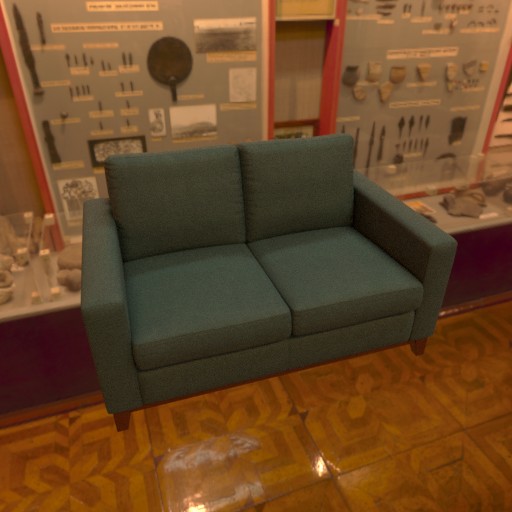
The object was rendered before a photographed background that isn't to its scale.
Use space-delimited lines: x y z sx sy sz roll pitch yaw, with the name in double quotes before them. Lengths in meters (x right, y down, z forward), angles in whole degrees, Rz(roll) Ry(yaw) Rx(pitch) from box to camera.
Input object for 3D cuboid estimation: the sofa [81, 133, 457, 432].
"sofa" 0.000 0.000 2.088 1.489 0.903 0.955 -10 33 -15
